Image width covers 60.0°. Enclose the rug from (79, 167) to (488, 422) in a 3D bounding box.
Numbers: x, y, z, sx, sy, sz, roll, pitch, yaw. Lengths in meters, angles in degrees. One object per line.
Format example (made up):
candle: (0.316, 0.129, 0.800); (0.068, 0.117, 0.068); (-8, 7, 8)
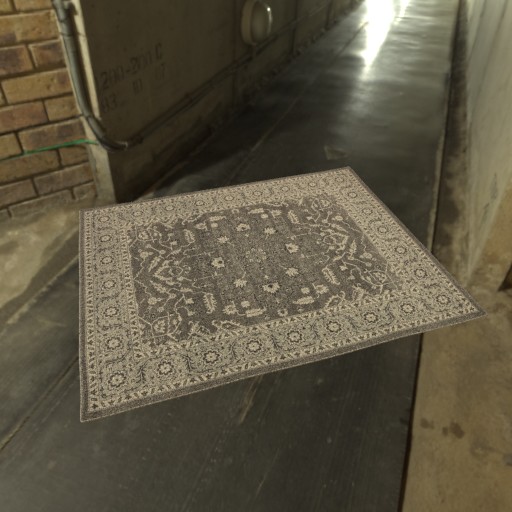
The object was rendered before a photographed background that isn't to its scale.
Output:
rug: (0.000, 0.000, 4.014); (3.069, 0.026, 2.451); (-11, 42, -13)
